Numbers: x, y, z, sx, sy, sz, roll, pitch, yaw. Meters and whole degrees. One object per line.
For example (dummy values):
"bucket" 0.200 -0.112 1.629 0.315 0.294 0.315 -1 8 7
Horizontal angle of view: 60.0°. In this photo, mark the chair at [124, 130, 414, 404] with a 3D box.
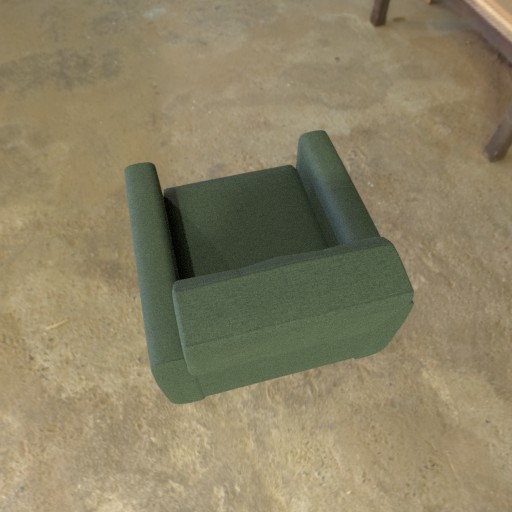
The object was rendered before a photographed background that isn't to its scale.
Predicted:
"chair" 0.000 0.000 1.611 0.831 0.841 0.909 -12 58 -8
